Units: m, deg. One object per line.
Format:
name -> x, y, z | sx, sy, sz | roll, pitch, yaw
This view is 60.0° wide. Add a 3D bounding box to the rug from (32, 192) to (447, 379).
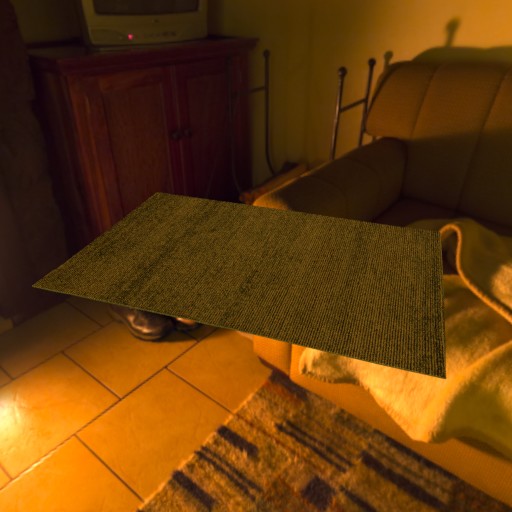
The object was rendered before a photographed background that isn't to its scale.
rug -> 0.000, 0.000, 2.229 | 1.777, 0.021, 1.145 | 10, 32, 16
